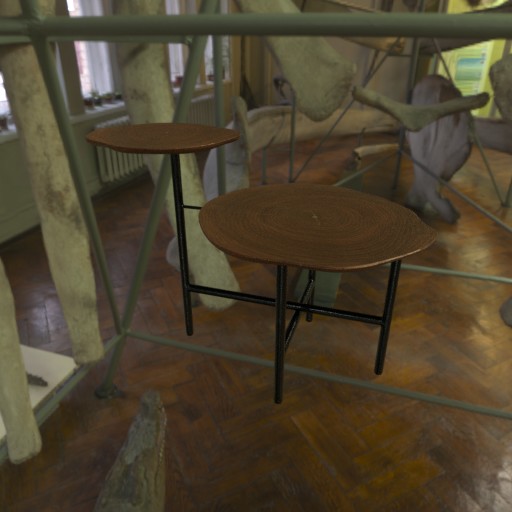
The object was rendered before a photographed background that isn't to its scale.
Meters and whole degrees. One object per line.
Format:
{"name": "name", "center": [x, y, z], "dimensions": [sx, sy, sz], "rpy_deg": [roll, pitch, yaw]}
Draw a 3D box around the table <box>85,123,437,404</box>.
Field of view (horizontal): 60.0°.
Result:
{"name": "table", "center": [0.000, 0.000, 1.040], "dimensions": [0.759, 0.538, 0.442], "rpy_deg": [9, 29, 17]}
